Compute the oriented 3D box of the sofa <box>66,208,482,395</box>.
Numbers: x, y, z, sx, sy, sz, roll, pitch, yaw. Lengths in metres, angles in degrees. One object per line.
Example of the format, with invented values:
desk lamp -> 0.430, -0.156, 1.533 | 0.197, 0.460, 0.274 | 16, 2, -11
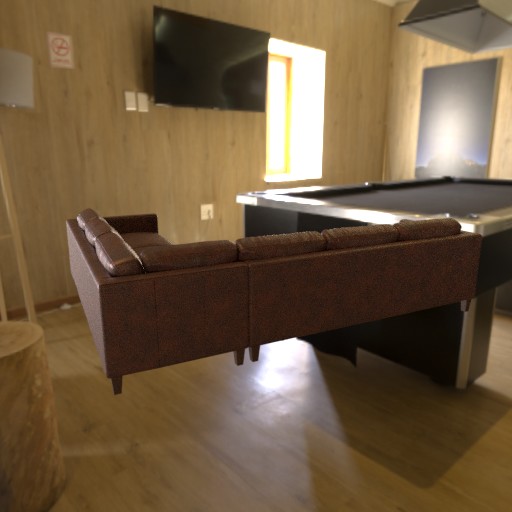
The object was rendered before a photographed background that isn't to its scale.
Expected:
sofa -> 0.000, 0.000, 4.230 | 3.152, 0.836, 2.438 | -7, 16, -26
